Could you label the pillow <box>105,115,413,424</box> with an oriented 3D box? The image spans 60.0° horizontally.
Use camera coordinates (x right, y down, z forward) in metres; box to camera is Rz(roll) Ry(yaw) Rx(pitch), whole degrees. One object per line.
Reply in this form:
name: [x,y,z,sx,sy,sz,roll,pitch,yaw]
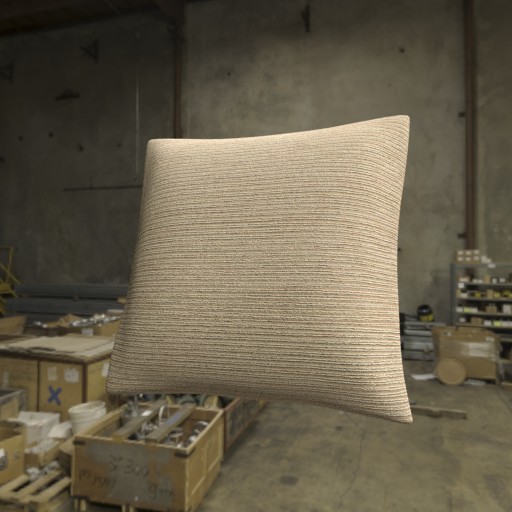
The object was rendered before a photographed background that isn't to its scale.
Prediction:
pillow: [0.000,0.000,0.638,0.424,0.401,0.177,0,-1,18]
